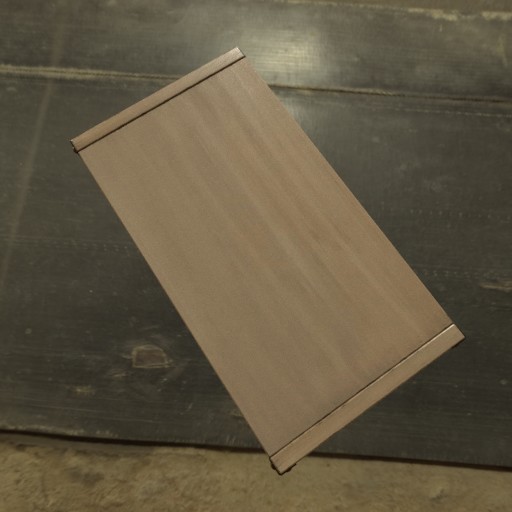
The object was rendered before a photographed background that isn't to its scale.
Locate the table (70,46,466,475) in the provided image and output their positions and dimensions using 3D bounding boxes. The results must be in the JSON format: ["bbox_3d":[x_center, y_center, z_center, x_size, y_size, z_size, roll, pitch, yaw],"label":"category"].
[{"bbox_3d":[0.000,0.000,1.350,0.559,0.456,1.016,-33,78,-8],"label":"table"}]
